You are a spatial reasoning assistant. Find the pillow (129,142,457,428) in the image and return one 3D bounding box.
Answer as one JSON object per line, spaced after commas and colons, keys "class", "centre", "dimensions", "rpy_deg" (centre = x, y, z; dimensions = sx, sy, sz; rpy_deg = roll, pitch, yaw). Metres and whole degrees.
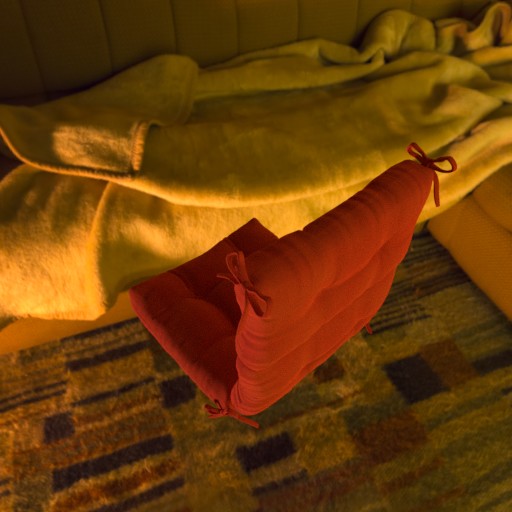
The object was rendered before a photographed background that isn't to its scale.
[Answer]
{"class": "pillow", "centre": [0.000, 0.000, 1.037], "dimensions": [0.519, 0.605, 0.571], "rpy_deg": [-32, 54, -27]}
